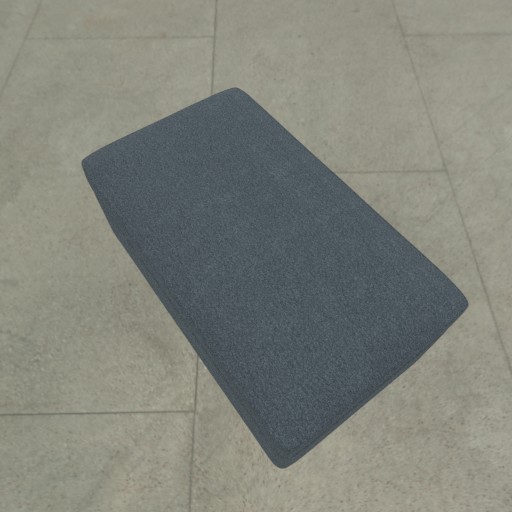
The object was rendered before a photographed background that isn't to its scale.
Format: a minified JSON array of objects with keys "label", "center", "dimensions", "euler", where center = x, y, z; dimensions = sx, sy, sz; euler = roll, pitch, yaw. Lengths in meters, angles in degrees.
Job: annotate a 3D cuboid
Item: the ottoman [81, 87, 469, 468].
[{"label":"ottoman","center":[0.000,0.000,1.548],"dimensions":[0.681,0.494,1.173],"euler":[-32,64,-18]}]
